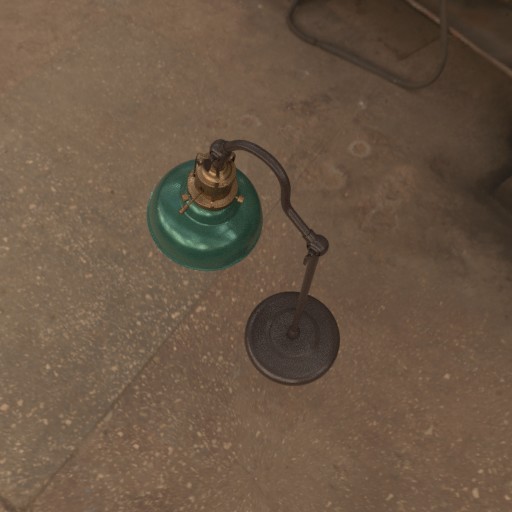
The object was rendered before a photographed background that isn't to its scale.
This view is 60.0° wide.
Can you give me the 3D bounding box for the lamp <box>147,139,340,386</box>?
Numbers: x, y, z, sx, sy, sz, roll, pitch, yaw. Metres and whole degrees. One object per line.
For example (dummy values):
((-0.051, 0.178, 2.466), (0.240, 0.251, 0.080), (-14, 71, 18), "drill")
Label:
((0.000, 0.000, 0.690), (0.374, 0.508, 0.192), (34, 68, 16), "lamp")
